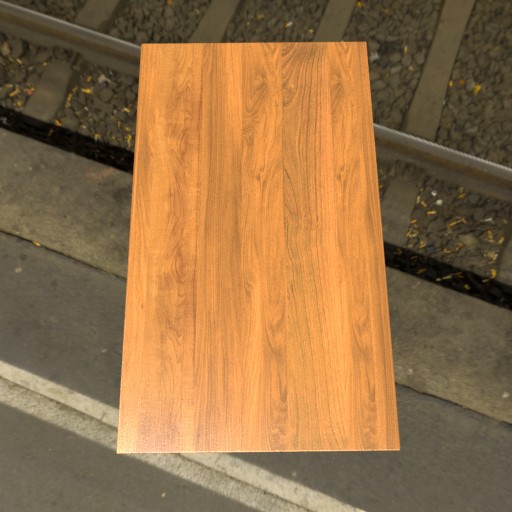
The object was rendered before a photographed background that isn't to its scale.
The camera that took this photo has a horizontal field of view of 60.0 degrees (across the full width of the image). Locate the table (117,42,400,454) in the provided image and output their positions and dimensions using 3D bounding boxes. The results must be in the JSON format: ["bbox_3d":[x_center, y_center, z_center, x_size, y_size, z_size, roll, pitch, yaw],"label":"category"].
[{"bbox_3d":[0.000,0.000,1.626,0.714,0.760,1.205,-1,76,0],"label":"table"}]
